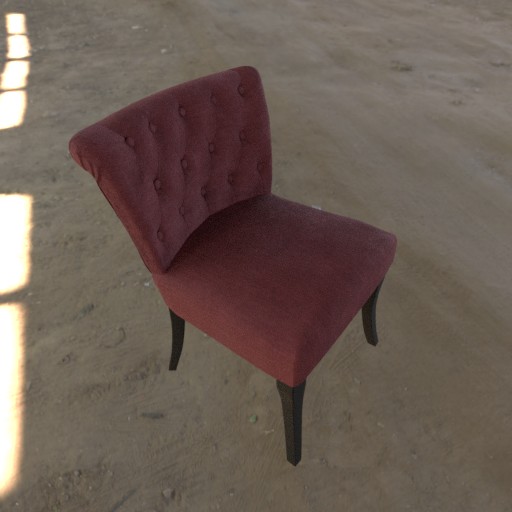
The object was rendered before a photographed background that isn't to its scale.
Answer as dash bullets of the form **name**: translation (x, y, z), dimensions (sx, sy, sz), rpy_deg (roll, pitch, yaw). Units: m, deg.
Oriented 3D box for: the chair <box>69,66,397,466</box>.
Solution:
- **chair**: translation (0.000, 0.000, 1.153), dimensions (0.605, 0.750, 0.582), rpy_deg (25, 46, 27)
